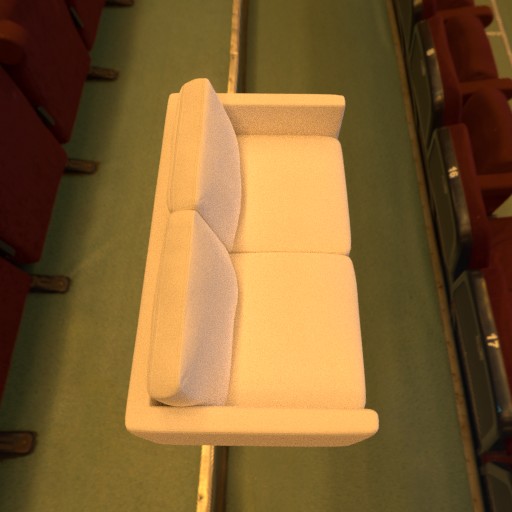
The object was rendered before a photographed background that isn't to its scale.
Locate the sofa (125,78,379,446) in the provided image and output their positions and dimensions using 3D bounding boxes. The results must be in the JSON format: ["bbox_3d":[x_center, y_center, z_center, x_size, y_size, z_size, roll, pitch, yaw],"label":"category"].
[{"bbox_3d":[0.000,0.000,2.190,0.964,0.888,1.702,1,63,0],"label":"sofa"}]
